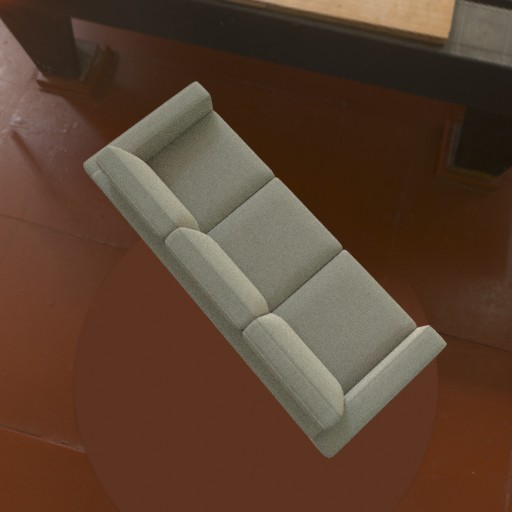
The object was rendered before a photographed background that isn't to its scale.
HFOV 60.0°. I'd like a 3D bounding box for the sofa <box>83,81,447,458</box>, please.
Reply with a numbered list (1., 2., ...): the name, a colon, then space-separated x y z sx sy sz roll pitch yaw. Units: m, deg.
1. sofa: 0.000 0.000 2.652 0.900 0.800 2.160 -40 79 -9
